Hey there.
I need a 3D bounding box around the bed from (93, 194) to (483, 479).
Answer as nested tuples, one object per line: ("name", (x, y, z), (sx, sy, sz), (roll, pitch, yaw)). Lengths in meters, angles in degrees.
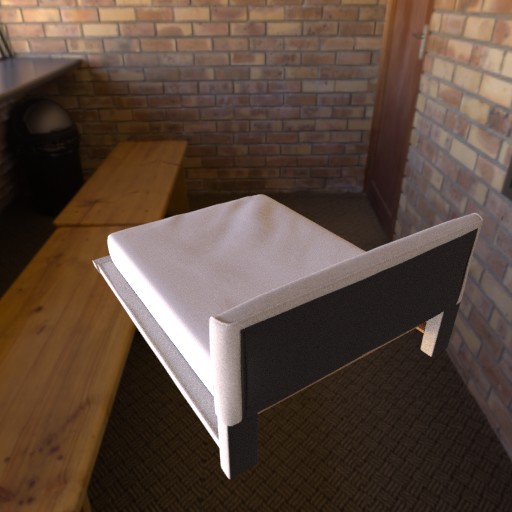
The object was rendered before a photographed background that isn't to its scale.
("bed", (0.000, 0.000, 3.513), (1.980, 1.126, 2.498), (-19, 35, -29))
